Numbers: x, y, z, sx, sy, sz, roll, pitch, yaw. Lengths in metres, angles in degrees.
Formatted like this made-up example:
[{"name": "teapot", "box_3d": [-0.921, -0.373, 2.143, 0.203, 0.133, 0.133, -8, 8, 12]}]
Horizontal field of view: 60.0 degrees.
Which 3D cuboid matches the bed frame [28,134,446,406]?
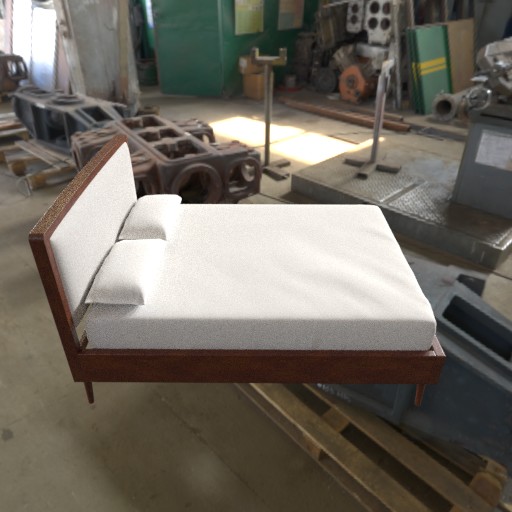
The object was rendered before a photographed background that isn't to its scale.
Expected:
[{"name": "bed frame", "box_3d": [0.000, 0.000, 3.102, 2.171, 1.279, 1.587, 0, 33, 0]}]
